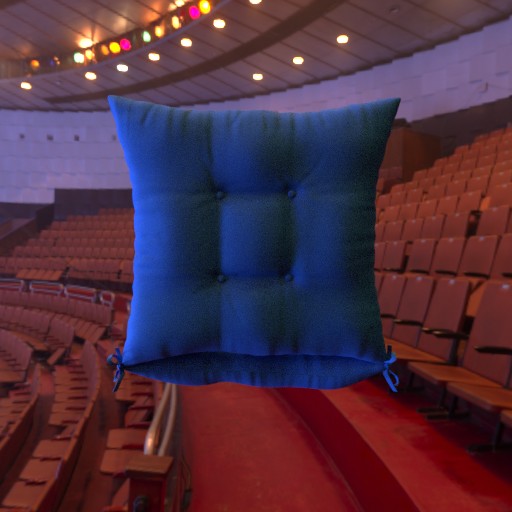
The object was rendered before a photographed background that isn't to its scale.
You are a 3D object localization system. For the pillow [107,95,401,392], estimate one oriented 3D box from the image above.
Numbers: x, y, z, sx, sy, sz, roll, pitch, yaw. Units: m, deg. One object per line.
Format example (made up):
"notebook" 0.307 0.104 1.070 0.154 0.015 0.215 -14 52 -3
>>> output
"pillow" 0.000 0.000 0.994 0.541 0.536 0.585 0 -2 0
